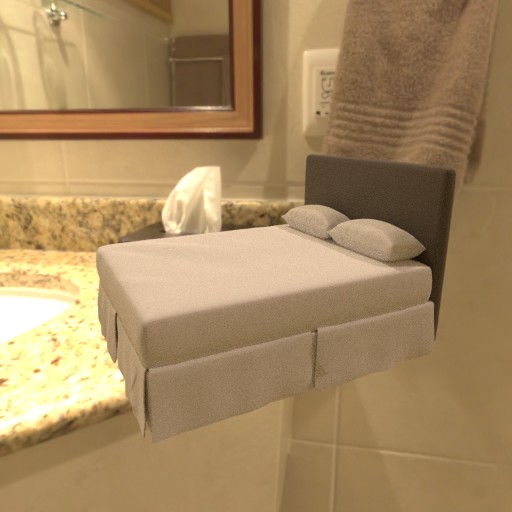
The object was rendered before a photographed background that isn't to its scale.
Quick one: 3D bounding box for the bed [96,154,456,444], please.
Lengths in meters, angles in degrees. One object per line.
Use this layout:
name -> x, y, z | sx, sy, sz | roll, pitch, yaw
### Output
bed -> 0.000, 0.000, 3.249 | 2.142, 1.330, 1.723 | -8, 18, -26
